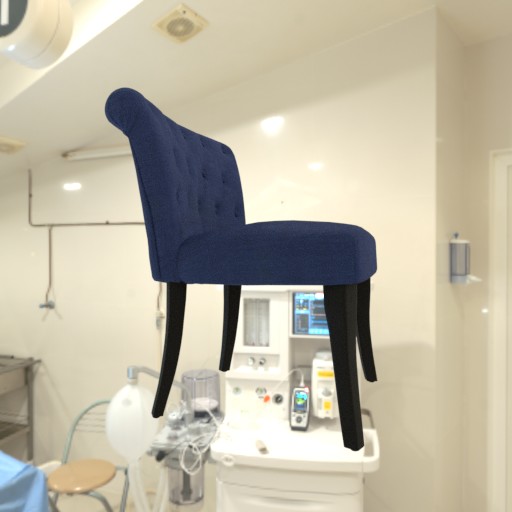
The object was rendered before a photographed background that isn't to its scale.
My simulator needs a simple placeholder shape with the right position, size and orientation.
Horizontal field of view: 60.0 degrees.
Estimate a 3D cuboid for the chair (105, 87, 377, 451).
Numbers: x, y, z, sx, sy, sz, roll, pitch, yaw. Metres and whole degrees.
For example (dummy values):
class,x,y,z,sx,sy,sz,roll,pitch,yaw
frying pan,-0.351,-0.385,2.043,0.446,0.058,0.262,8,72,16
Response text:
class,x,y,z,sx,sy,sz,roll,pitch,yaw
chair,0.000,0.000,1.176,0.606,0.753,0.585,0,1,18
